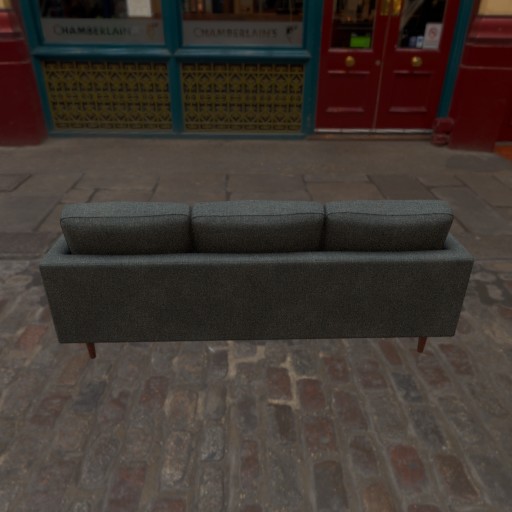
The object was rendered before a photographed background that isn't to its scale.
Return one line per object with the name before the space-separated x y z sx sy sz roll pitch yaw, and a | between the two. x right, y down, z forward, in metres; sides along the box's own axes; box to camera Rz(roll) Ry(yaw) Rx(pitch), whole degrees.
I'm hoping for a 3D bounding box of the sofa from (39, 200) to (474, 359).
sofa | 0.000 0.000 2.726 2.246 0.930 0.903 -1 28 -1
